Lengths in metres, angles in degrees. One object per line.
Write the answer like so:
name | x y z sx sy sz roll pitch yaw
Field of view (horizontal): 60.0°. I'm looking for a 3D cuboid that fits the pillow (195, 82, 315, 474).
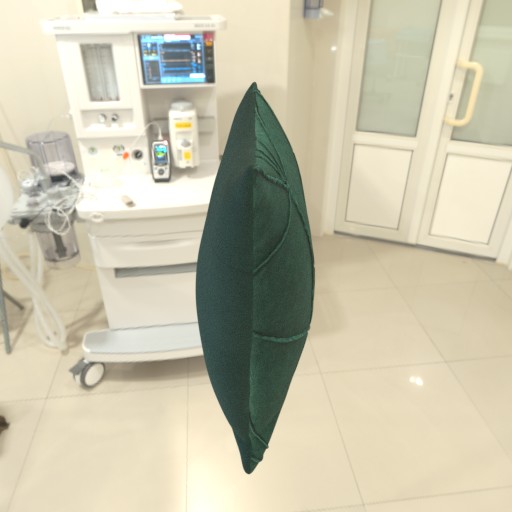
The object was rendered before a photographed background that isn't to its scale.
pillow | 0.000 0.000 0.679 0.184 0.440 0.439 0 32 0
